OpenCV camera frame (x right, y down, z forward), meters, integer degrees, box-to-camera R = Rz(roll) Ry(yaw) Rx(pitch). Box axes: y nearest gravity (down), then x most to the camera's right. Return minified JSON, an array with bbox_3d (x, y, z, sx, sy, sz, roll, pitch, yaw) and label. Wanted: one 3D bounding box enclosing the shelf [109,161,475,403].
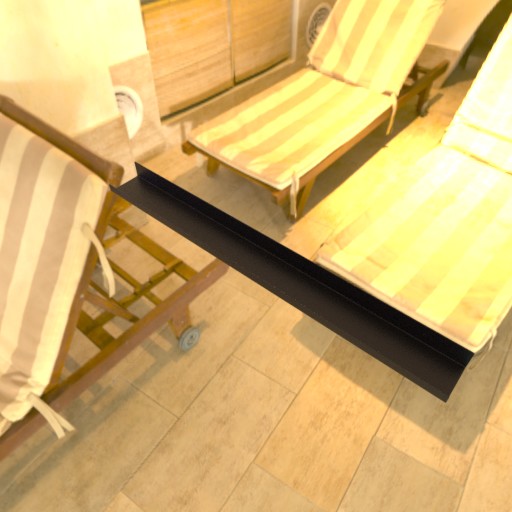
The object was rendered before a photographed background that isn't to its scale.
[{"bbox_3d":[0.000,0.000,0.976,0.924,0.049,0.092,31,53,26],"label":"shelf"}]
